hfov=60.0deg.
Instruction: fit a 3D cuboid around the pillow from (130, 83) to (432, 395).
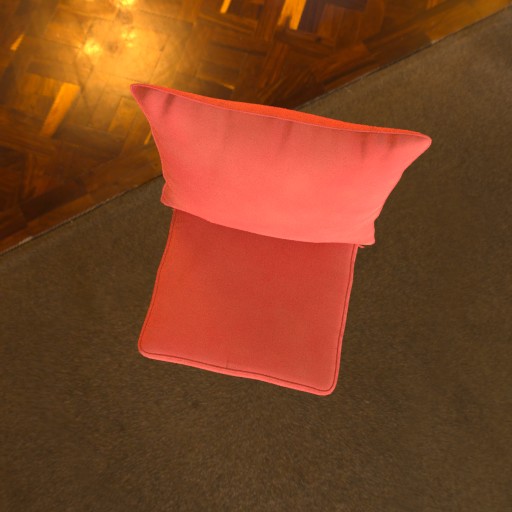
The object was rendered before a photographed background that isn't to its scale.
[{"bbox_3d":[0.000,0.000,1.364,0.798,0.725,0.733,11,75,3],"label":"pillow"}]
